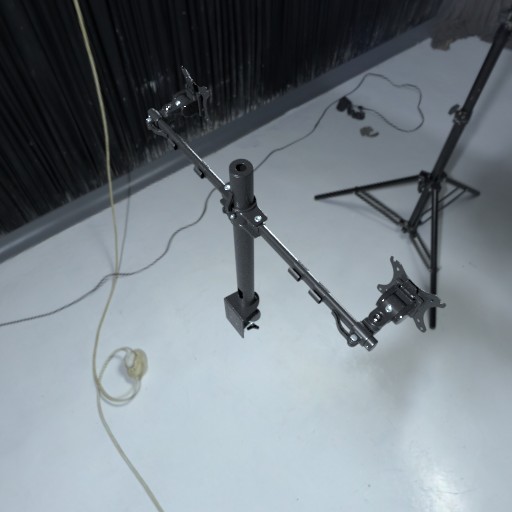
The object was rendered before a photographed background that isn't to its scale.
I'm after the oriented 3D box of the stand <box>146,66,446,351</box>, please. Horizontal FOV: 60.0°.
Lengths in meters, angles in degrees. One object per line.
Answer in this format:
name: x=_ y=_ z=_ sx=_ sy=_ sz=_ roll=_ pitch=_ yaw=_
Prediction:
stand: x=0.000 y=0.000 z=1.007 sx=0.150 sy=0.603 sz=0.743 roll=-33 pitch=63 yaw=-19
